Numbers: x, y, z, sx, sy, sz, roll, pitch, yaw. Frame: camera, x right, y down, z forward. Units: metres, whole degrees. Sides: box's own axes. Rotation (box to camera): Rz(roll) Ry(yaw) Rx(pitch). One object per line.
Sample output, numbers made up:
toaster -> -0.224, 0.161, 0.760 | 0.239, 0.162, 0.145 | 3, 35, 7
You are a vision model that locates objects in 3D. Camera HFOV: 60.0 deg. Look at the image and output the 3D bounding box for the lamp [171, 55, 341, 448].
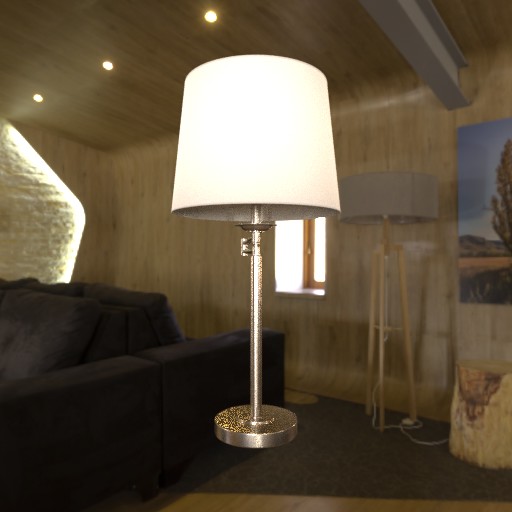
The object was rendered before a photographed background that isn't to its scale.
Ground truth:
lamp -> 0.000, 0.000, 0.884 | 0.333, 0.696, 0.333 | 0, -1, 0
